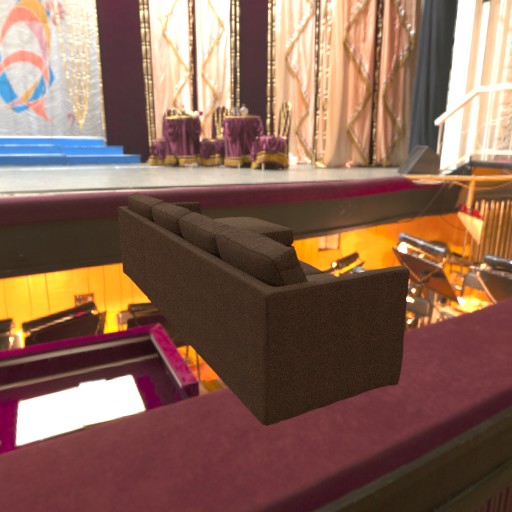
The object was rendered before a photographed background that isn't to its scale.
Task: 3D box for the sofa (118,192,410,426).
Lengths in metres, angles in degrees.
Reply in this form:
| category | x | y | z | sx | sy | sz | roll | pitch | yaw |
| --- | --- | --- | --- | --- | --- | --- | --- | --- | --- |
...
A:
| category | x | y | z | sx | sy | sz | roll | pitch | yaw |
| --- | --- | --- | --- | --- | --- | --- | --- | --- | --- |
| sofa | 0.000 | 0.000 | 3.821 | 1.650 | 0.922 | 3.205 | -8 | 16 | -28 |
